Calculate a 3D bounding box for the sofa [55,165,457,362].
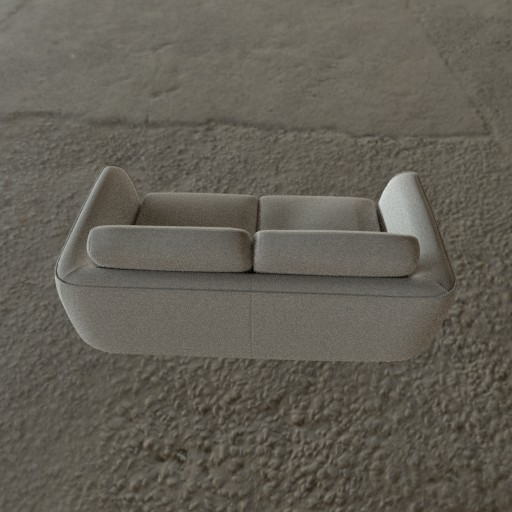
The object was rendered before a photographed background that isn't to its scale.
[{"bbox_3d":[0.000,0.000,2.206,1.700,0.850,0.920,2,47,2],"label":"sofa"}]
